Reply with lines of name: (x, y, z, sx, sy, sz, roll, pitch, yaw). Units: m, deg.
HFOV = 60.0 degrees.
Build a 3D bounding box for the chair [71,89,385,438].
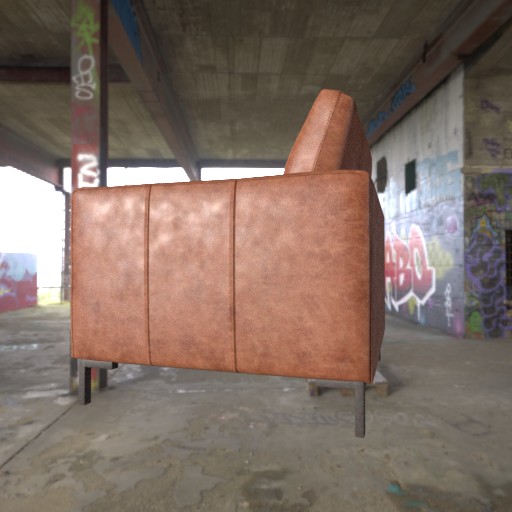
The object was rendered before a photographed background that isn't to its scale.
chair: (0.000, 0.000, 1.592, 0.862, 0.869, 0.967, 0, -1, 18)
